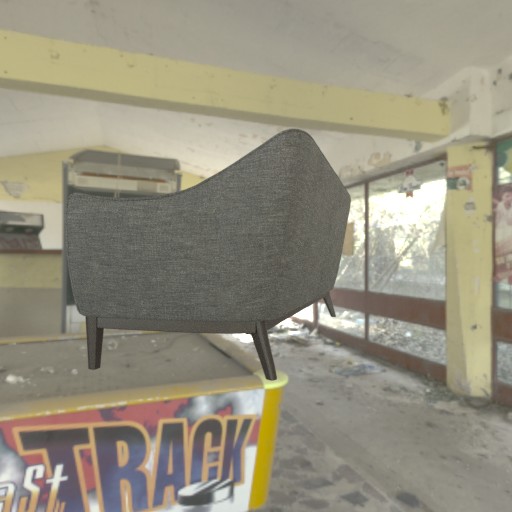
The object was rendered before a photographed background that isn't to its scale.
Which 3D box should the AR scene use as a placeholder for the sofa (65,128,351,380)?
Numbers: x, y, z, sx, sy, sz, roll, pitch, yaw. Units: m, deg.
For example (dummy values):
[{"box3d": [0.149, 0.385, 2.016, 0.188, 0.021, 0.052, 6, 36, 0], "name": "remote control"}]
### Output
[{"box3d": [0.000, 0.000, 2.345, 0.867, 0.829, 1.928, 0, 0, 17], "name": "sofa"}]
